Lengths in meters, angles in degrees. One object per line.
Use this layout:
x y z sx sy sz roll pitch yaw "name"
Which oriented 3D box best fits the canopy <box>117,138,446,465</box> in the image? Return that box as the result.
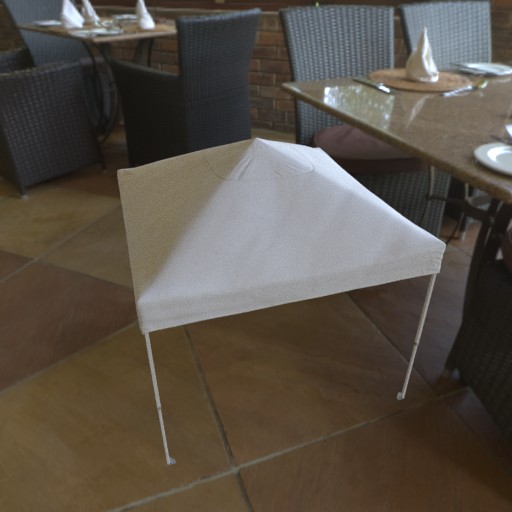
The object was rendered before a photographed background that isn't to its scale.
0.000 0.000 5.549 2.996 2.997 2.998 -10 34 -15 "canopy"
